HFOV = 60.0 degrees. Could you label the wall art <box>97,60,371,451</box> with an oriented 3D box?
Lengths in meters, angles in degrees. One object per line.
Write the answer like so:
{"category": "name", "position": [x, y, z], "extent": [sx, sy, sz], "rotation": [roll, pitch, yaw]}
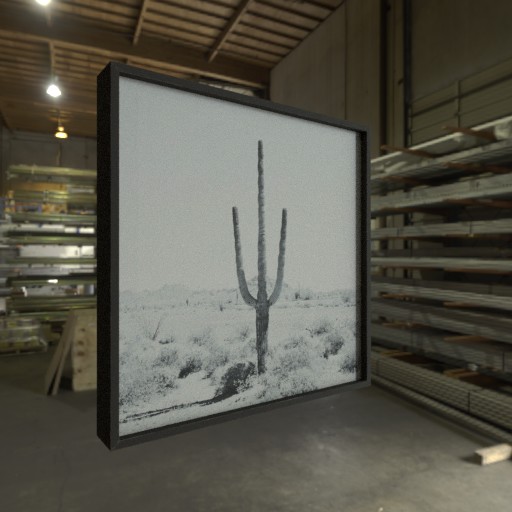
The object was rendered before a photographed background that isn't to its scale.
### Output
{"category": "wall art", "position": [0.000, 0.000, 0.449], "extent": [0.305, 0.305, 0.038], "rotation": [0, 0, -35]}
